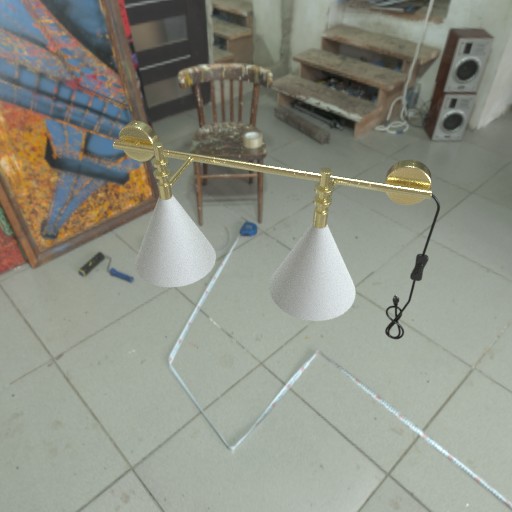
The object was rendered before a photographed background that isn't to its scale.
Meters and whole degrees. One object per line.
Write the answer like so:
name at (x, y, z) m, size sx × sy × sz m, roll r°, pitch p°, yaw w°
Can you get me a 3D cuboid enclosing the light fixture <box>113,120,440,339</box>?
light fixture at (0.000, 0.000, 0.862) m, size 0.642 × 0.468 × 0.239 m, roll 12°, pitch 43°, yaw 13°
